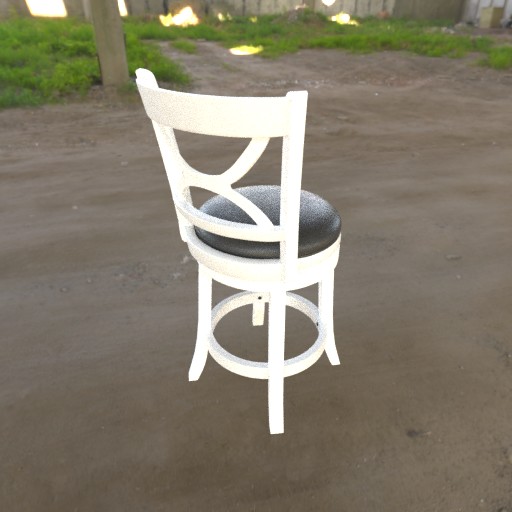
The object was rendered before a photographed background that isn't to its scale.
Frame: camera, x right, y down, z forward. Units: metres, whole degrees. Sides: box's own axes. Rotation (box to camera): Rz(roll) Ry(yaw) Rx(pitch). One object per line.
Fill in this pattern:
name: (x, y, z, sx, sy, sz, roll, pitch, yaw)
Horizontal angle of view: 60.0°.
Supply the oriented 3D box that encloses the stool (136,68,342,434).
stool: (0.000, 0.000, 1.218, 0.444, 0.953, 0.508, 21, 37, 32)
